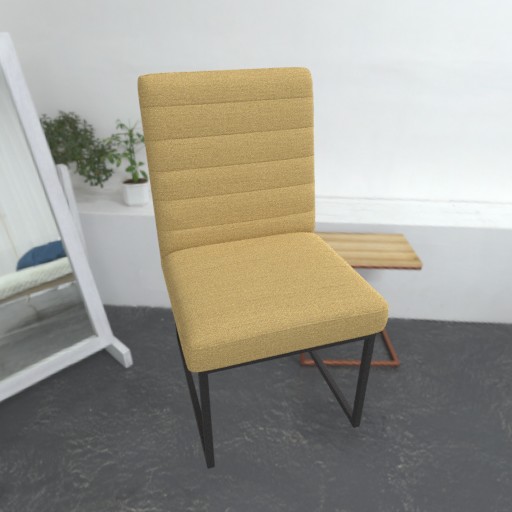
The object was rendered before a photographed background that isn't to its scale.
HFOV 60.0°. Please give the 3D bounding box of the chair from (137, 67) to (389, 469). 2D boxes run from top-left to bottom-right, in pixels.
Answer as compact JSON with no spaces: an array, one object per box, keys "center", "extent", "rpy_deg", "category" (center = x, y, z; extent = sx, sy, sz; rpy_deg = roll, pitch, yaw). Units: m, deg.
[{"center":[0.000,0.000,1.276],"extent":[0.520,0.930,0.634],"rpy_deg":[-9,32,-15],"category":"chair"}]
